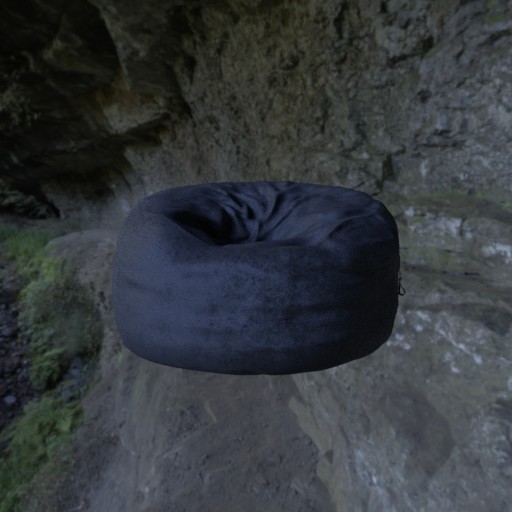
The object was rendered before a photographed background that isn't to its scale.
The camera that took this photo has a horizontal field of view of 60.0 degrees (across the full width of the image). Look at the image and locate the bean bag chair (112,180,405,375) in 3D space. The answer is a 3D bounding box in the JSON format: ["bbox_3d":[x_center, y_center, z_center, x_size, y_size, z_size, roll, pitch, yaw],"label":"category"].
[{"bbox_3d":[0.000,0.000,2.418,1.525,0.751,1.525,0,14,0],"label":"bean bag chair"}]
